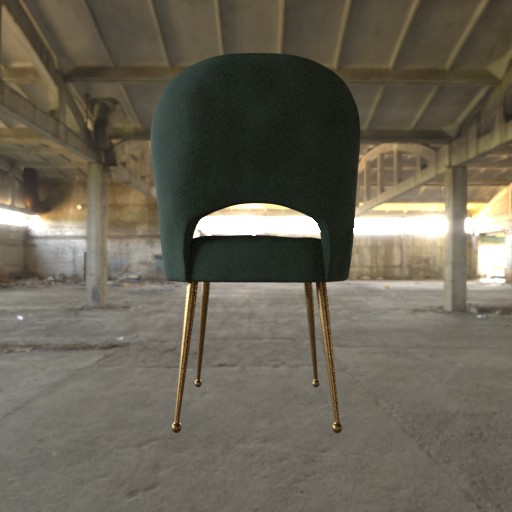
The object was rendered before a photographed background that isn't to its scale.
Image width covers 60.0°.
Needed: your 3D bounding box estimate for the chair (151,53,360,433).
[{"bbox_3d":[0.000,0.000,1.224,0.527,0.860,0.577,0,-1,0],"label":"chair"}]
